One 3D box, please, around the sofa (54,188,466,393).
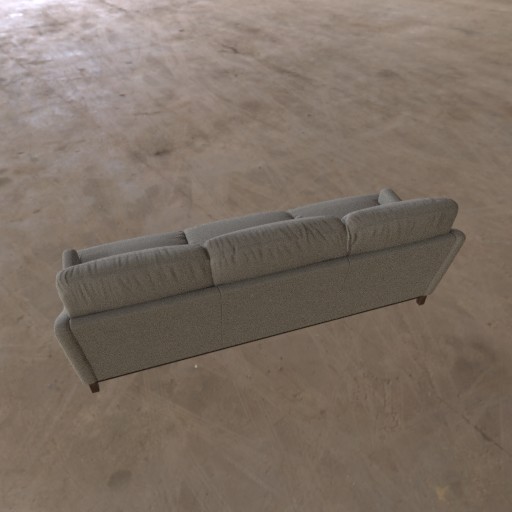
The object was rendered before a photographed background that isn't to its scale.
[{"bbox_3d":[0.000,0.000,2.853,2.344,0.926,0.987,-12,42,-14],"label":"sofa"}]
